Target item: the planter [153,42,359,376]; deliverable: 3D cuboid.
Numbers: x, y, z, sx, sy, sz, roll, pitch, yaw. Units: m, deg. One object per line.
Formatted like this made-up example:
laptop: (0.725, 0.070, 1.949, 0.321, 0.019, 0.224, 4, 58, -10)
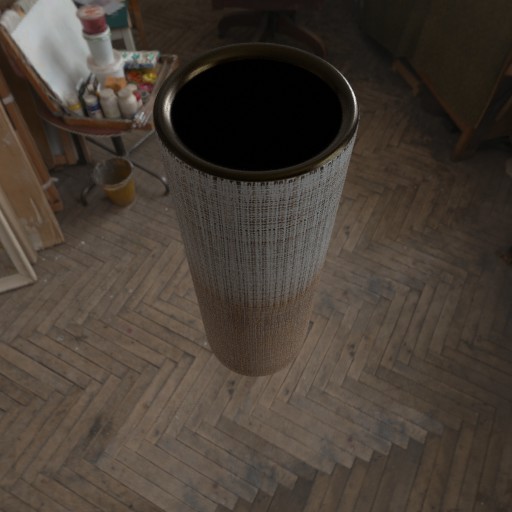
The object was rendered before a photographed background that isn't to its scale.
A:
planter: (0.000, 0.000, 0.328, 0.099, 0.278, 0.099, 30, 63, 17)
